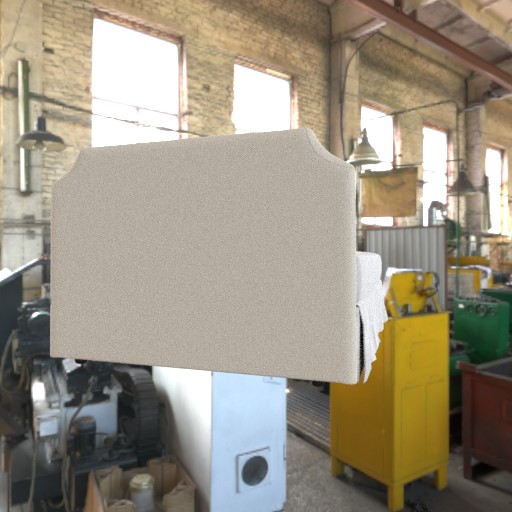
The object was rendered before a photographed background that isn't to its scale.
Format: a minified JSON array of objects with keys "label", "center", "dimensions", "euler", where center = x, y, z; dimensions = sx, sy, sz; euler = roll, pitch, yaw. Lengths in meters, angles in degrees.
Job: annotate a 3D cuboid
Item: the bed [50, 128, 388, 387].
[{"label":"bed","center":[0.000,0.000,3.569],"dimensions":[1.977,1.293,2.498],"euler":[0,0,18]}]
